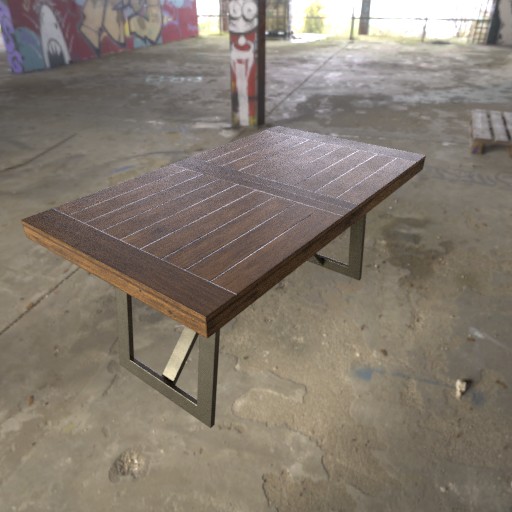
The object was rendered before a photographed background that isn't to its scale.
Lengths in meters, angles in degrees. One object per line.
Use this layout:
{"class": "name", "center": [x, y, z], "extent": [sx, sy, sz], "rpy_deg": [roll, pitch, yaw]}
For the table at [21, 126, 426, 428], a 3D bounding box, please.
{"class": "table", "center": [0.000, 0.000, 2.148], "extent": [0.931, 0.757, 1.641], "rpy_deg": [22, 37, 31]}
